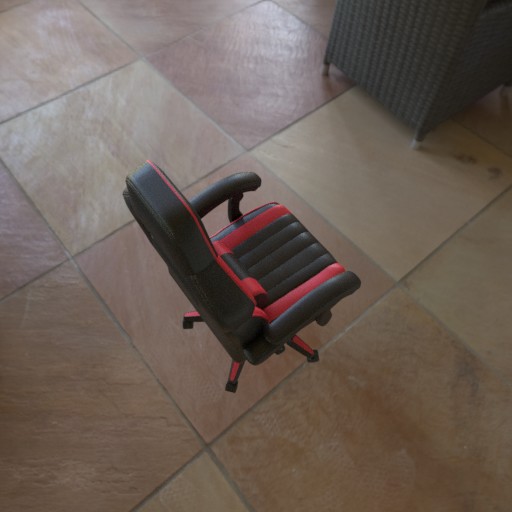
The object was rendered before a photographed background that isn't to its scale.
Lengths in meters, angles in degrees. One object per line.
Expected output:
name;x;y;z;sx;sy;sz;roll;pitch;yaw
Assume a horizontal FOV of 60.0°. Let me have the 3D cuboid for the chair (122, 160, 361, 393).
chair;0.000;0.000;1.691;0.700;1.220;0.700;-32;64;-18
